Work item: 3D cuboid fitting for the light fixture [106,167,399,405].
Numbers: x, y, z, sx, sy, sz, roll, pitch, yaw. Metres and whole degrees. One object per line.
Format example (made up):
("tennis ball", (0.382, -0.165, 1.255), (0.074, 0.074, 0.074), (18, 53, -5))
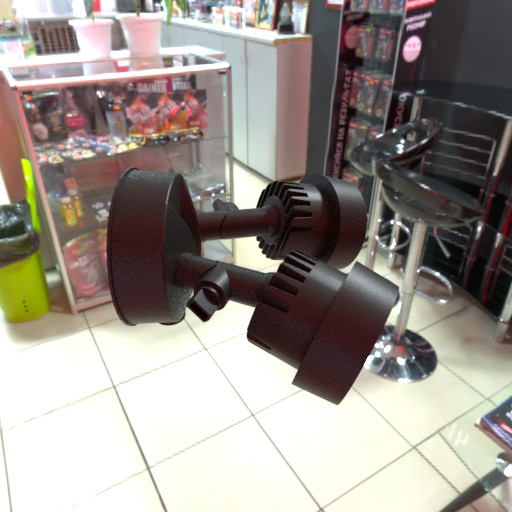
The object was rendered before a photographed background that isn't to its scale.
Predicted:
("light fixture", (0.000, 0.000, 0.308), (0.168, 0.120, 0.213), (1, 32, 2))
